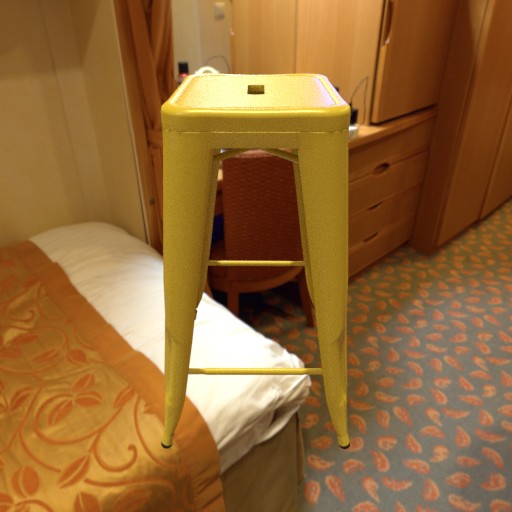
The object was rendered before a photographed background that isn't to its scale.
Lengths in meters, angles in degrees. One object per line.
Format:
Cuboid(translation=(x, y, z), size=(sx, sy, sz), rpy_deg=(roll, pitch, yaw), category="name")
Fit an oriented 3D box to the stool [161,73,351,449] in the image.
Cuboid(translation=(0.000, 0.000, 0.844), size=(0.359, 0.609, 0.399), rpy_deg=(0, 31, 0), category="stool")
